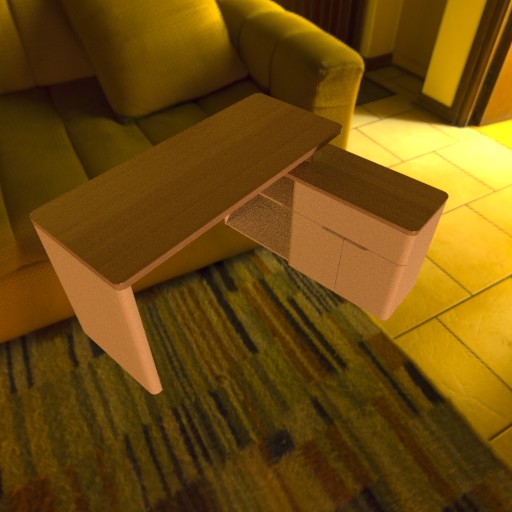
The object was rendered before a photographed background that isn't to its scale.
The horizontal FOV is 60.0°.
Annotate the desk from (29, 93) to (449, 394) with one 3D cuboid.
[{"bbox_3d":[0.000,0.000,2.115,1.175,0.770,1.400,31,53,27],"label":"desk"}]
